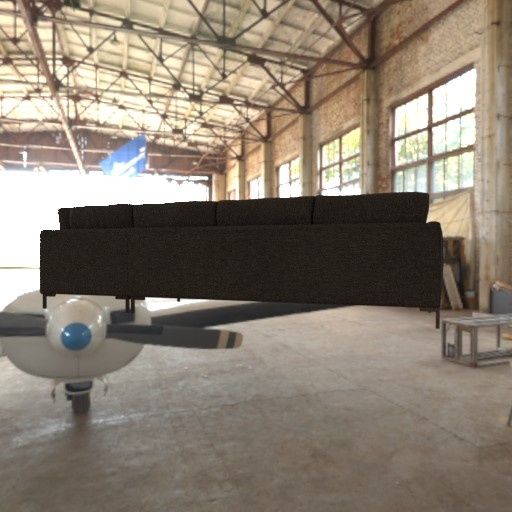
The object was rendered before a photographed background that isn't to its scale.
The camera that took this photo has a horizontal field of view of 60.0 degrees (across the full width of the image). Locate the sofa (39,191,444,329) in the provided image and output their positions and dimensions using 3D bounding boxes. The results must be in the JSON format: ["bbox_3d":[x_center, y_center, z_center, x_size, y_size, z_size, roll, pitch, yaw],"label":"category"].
[{"bbox_3d":[0.000,0.000,3.926,2.949,0.815,2.007,0,1,18],"label":"sofa"}]
